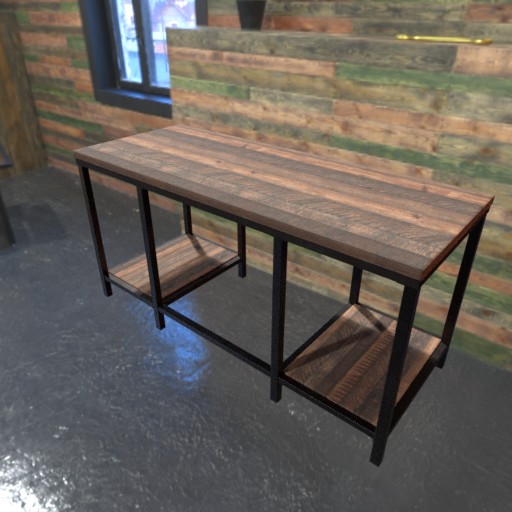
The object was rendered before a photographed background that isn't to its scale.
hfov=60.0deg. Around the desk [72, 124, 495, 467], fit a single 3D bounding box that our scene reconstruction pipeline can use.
[{"bbox_3d":[0.000,0.000,1.869,1.538,0.753,0.617,22,37,34],"label":"desk"}]
